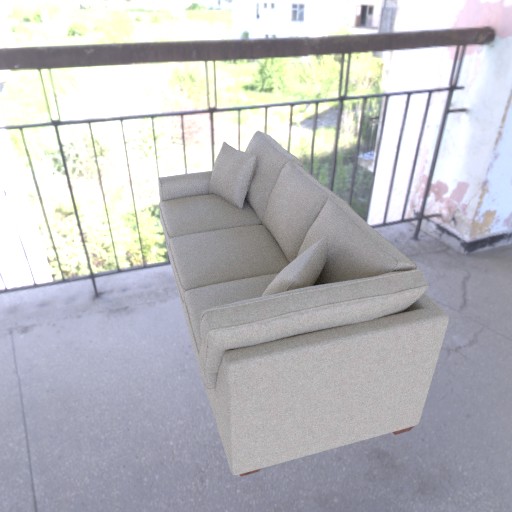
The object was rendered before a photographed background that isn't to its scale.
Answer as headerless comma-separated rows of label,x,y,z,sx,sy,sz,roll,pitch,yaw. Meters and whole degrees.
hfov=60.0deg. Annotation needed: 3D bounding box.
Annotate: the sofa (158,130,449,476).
sofa,0.000,0.000,2.838,1.061,0.962,2.317,-9,33,-15
